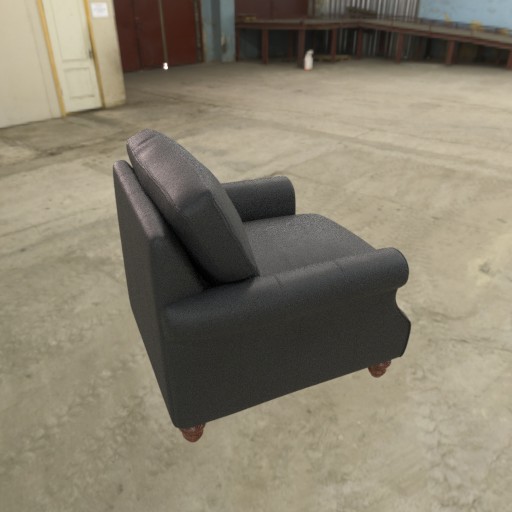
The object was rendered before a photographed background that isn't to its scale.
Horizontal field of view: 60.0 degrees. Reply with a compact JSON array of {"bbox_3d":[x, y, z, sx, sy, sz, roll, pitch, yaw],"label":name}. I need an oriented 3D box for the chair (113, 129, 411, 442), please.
[{"bbox_3d":[0.000,0.000,1.795,1.027,0.960,1.015,-9,30,-17],"label":"chair"}]
